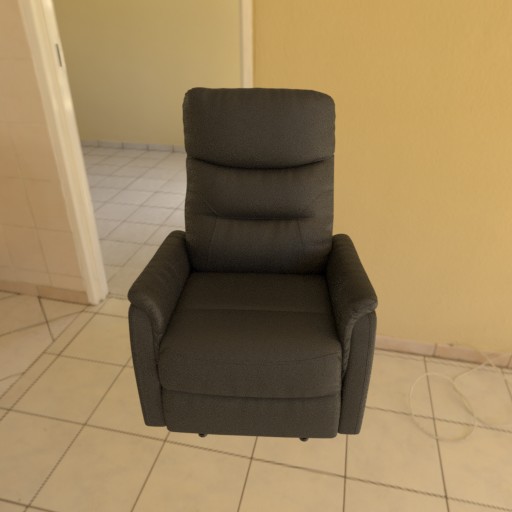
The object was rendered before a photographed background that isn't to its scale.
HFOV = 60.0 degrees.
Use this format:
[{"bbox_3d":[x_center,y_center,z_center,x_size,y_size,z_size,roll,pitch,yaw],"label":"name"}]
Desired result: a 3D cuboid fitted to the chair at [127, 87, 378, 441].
[{"bbox_3d":[0.000,0.000,1.620,0.775,1.082,0.831,1,29,2],"label":"chair"}]
